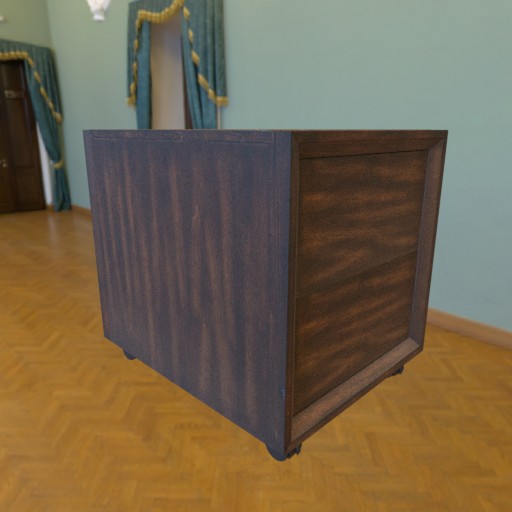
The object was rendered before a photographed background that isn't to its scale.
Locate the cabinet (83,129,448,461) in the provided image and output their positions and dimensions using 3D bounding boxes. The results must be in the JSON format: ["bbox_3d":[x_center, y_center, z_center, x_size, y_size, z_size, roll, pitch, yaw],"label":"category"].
[{"bbox_3d":[0.000,0.000,0.829,0.500,0.455,0.402,15,22,43],"label":"cabinet"}]
